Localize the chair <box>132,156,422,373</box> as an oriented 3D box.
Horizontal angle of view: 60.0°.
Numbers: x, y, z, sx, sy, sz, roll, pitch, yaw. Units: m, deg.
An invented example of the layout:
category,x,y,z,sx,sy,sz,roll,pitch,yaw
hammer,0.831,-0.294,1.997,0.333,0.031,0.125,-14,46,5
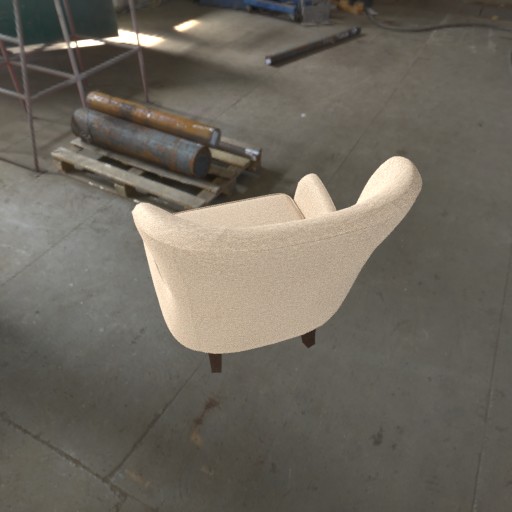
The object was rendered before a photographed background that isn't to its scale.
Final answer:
category,x,y,z,sx,sy,sz,roll,pitch,yaw
chair,0.000,0.000,1.796,0.861,1.064,0.984,-13,45,-13
